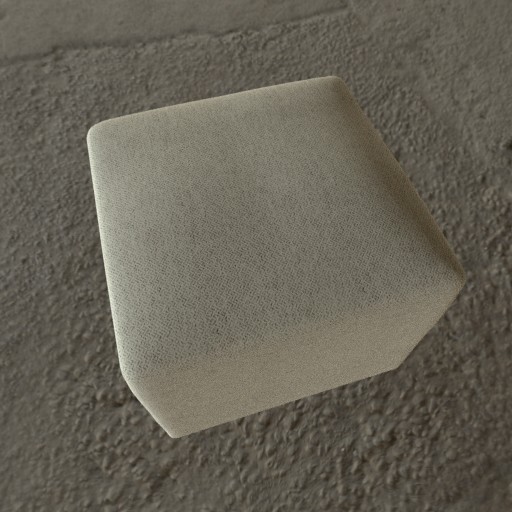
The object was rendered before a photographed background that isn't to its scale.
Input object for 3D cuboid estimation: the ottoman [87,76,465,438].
[{"bbox_3d":[0.000,0.000,0.892,0.521,0.453,0.512,-15,59,-9],"label":"ottoman"}]
